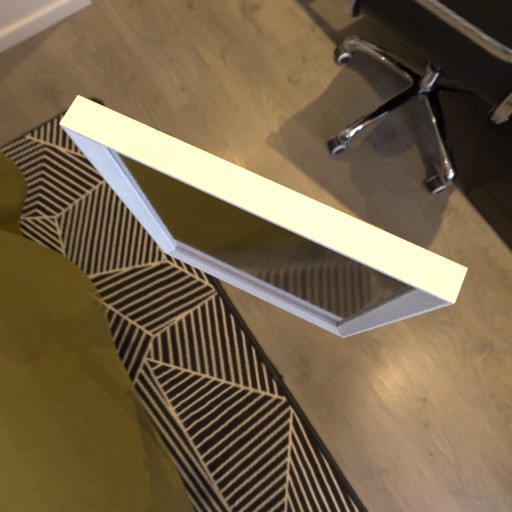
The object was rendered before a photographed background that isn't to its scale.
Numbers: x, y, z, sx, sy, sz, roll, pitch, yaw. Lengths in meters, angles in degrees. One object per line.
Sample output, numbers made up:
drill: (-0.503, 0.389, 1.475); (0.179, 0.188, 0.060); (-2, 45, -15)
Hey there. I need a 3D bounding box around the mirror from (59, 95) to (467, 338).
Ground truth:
mirror: (0.000, 0.000, 0.661); (0.406, 0.509, 0.041); (25, 78, 6)
